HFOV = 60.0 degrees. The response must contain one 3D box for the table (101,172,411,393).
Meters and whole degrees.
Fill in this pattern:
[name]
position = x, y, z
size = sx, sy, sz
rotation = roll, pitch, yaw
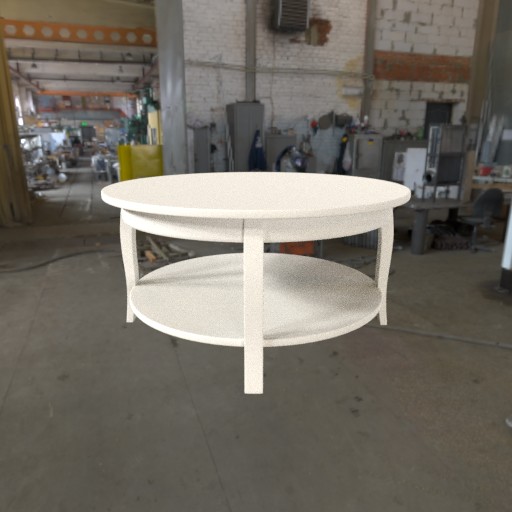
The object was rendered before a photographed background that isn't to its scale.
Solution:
[table]
position = 0.000, 0.000, 1.435
size = 0.910, 0.457, 0.910
rotation = 0, 16, 0
